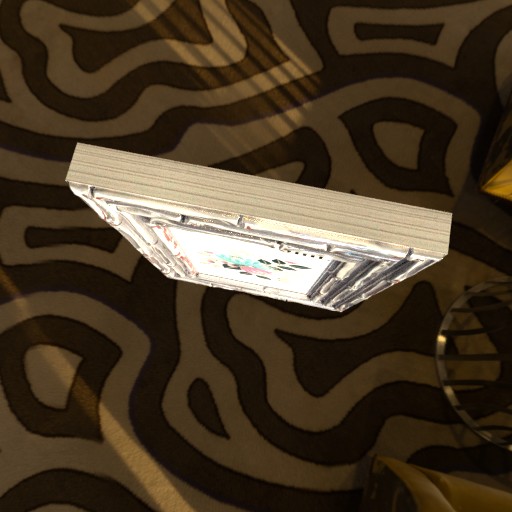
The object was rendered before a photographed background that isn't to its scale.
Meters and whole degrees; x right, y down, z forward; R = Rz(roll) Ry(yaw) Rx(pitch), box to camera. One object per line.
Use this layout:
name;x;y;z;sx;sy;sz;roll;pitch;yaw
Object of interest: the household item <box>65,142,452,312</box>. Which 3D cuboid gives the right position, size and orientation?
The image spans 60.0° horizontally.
household item;0.000;0.000;0.294;0.165;0.216;0.025;11;77;3
